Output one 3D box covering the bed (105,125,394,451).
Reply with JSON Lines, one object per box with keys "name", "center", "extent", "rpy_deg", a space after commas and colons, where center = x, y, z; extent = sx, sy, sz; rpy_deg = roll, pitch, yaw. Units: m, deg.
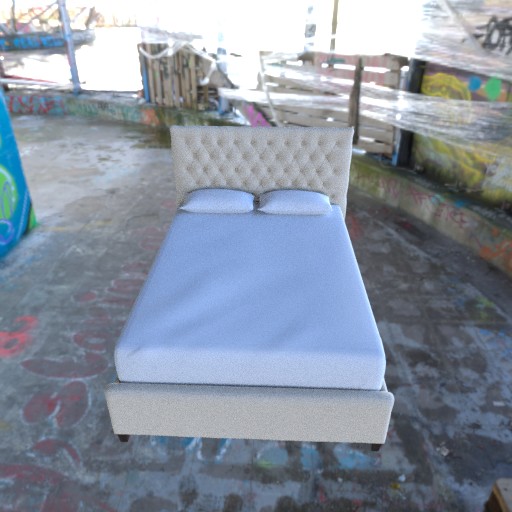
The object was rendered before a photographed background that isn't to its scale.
{"name": "bed", "center": [0.000, 0.000, 3.433], "extent": [1.698, 1.427, 2.387], "rpy_deg": [1, 30, 2]}
